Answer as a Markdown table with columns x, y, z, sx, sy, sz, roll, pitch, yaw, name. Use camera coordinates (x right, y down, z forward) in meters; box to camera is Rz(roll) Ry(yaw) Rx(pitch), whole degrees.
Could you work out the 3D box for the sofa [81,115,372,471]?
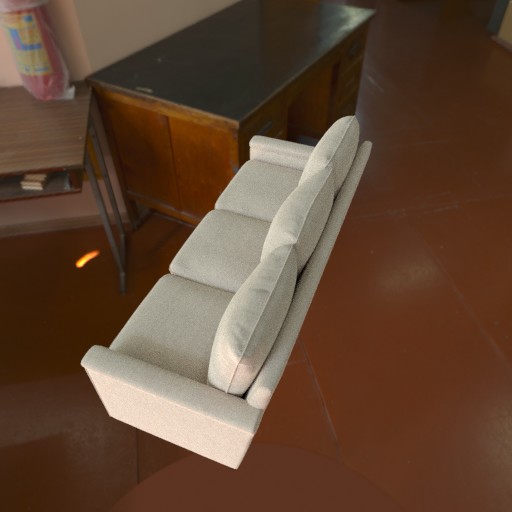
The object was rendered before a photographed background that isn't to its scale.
| x | y | z | sx | sy | sz | roll | pitch | yaw | name |
| --- | --- | --- | --- | --- | --- | --- | --- | --- | --- |
| 0.000 | 0.000 | 2.425 | 0.828 | 0.961 | 1.925 | 16 | 48 | 15 | sofa |
